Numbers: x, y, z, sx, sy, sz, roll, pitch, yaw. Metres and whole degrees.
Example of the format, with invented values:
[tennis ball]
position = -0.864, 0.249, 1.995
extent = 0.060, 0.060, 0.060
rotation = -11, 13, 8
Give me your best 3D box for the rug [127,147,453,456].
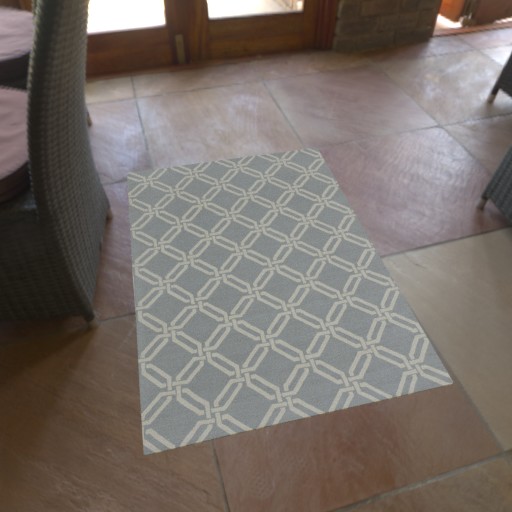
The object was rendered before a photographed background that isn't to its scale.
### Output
[rug]
position = 0.000, 0.000, 2.788
extent = 1.522, 0.013, 2.133
rotation = -10, 48, -9
